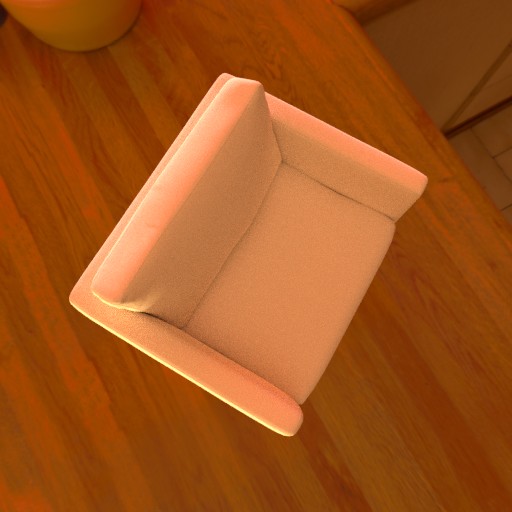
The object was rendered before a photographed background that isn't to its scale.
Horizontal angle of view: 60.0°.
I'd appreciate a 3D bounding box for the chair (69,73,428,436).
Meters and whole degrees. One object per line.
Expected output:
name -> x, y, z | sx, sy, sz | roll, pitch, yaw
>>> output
chair -> 0.000, 0.000, 1.729 | 0.878, 0.885, 1.019 | 29, 78, 7
